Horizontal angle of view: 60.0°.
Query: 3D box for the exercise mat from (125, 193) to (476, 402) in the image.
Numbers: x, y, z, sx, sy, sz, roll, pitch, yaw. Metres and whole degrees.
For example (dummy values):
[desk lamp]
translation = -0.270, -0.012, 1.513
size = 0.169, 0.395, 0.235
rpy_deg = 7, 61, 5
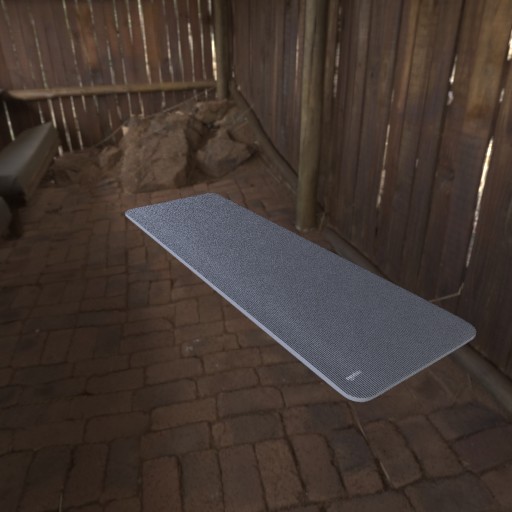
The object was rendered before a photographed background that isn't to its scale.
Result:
[exercise mat]
translation = 0.000, 0.000, 2.082
size = 0.616, 0.021, 1.884
rpy_deg = -17, 31, -31
